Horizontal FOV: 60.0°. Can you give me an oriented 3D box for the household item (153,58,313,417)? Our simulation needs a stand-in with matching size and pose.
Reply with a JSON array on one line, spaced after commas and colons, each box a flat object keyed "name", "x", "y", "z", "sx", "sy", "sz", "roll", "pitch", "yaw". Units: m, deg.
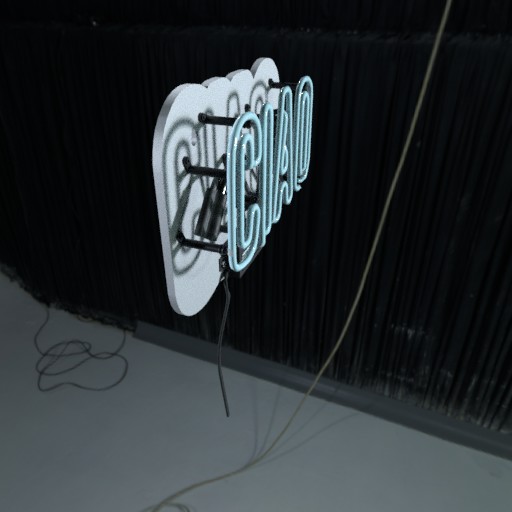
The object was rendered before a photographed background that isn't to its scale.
[{"name": "household item", "x": 0.000, "y": 0.000, "z": 0.377, "sx": 0.042, "sy": 0.294, "sz": 0.211, "roll": 11, "pitch": 32, "yaw": 17}]
